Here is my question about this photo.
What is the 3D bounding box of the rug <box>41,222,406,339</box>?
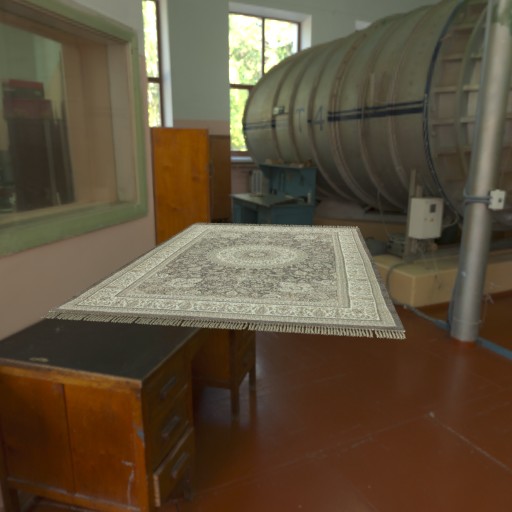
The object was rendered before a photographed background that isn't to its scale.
[{"bbox_3d":[0.000,0.000,4.141,2.143,0.015,3.422,2,14,8],"label":"rug"}]
